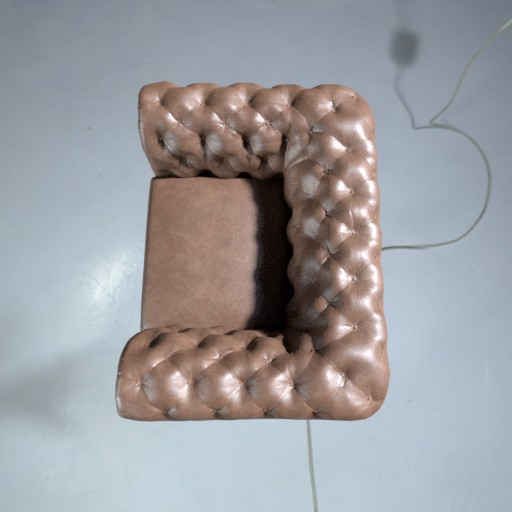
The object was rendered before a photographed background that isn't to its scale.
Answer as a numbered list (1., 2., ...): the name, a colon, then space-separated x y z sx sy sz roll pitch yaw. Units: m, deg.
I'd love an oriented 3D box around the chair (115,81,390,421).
1. chair: 0.000 0.000 1.921 0.954 0.784 1.298 1 77 0
